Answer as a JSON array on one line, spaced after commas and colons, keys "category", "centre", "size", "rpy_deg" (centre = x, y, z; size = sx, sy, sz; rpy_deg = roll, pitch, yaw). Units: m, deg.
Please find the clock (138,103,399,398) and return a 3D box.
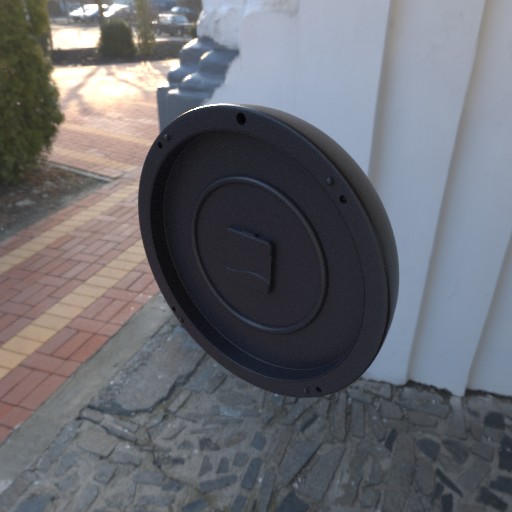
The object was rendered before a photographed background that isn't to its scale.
[{"category": "clock", "centre": [0.000, 0.000, 0.448], "size": [0.300, 0.300, 0.060], "rpy_deg": [20, 35, 32]}]
